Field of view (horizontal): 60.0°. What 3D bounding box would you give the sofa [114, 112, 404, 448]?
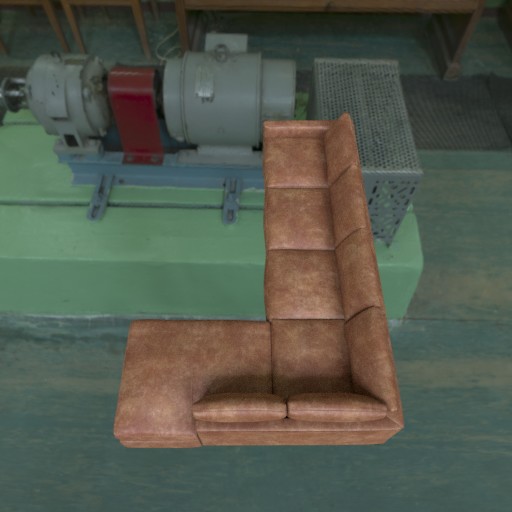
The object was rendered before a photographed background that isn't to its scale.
[{"bbox_3d":[0.000,0.000,3.816,1.938,0.877,2.984,0,58,0],"label":"sofa"}]
